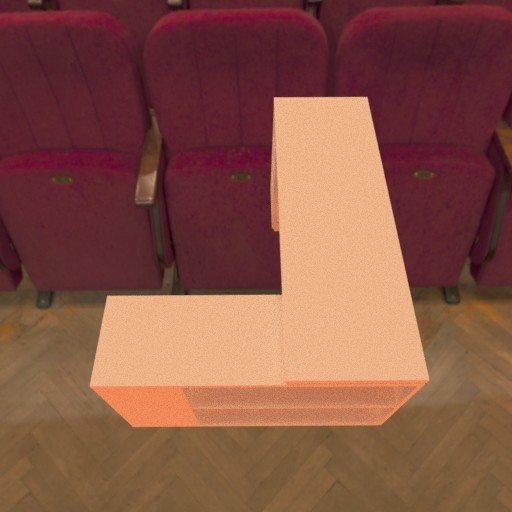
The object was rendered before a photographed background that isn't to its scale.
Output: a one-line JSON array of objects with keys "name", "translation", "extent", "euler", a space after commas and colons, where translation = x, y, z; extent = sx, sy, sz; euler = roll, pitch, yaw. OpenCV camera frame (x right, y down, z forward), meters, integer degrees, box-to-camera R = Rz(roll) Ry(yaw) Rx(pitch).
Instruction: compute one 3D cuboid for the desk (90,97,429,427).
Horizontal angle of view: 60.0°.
[{"name": "desk", "translation": [0.000, 0.000, 2.274], "extent": [1.199, 0.759, 1.524], "euler": [0, 57, 0]}]
